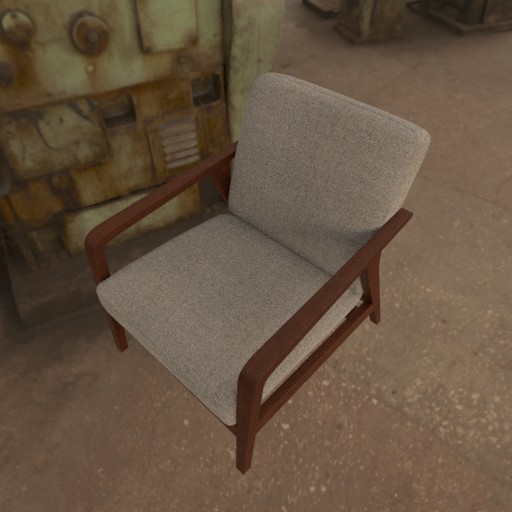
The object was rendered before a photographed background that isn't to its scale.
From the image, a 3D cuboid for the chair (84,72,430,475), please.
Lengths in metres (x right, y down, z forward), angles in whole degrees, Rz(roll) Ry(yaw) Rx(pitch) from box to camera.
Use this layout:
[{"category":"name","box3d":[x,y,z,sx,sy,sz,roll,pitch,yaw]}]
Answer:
[{"category":"chair","box3d":[0.000,0.000,1.431,0.704,0.847,0.858,34,54,28]}]
